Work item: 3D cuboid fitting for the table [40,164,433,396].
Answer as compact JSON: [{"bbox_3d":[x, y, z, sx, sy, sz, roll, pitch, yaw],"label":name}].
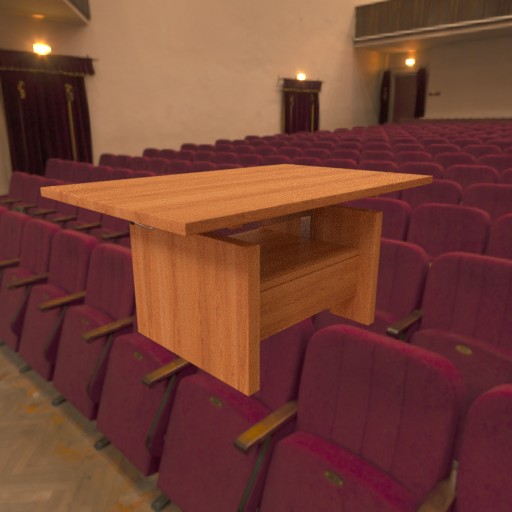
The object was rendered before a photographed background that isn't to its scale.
[{"bbox_3d":[0.000,0.000,1.519,0.700,0.510,1.100,16,23,42],"label":"table"}]
